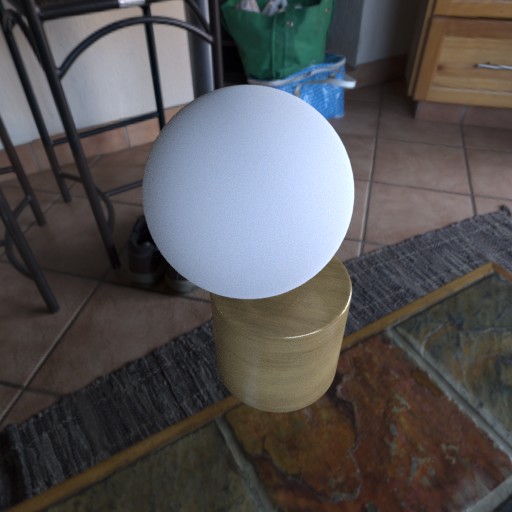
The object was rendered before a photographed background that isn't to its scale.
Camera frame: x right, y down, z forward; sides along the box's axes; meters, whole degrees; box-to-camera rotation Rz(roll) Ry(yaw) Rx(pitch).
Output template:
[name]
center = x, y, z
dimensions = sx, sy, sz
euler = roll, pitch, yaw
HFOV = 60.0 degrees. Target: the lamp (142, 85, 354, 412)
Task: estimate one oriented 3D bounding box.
[lamp]
center = 0.000, 0.000, 0.339
dimensions = 0.152, 0.250, 0.141
euler = 11, 43, 12
